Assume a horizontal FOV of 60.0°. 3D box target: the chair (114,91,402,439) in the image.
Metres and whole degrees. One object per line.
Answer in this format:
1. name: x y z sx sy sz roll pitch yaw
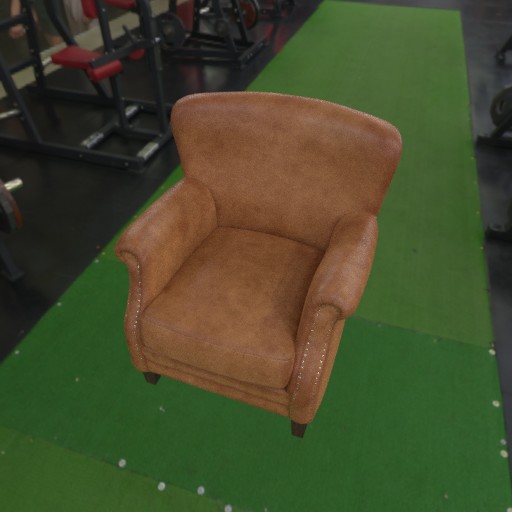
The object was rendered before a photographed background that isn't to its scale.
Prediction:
1. chair: 0.000 0.000 1.687 0.861 0.936 0.921 14 43 15
